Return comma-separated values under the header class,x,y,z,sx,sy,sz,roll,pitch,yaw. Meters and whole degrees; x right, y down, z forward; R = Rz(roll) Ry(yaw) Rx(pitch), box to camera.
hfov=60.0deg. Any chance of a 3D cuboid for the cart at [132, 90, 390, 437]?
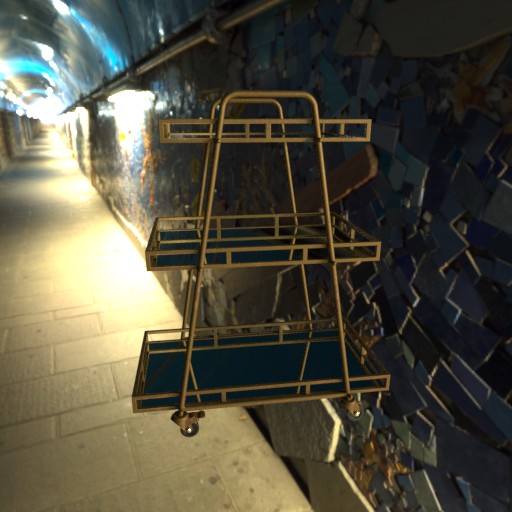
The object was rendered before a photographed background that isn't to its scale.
class,x,y,z,sx,sy,sz,roll,pitch,yaw
cart,0.000,0.000,1.291,0.711,0.883,0.441,-3,17,-8
